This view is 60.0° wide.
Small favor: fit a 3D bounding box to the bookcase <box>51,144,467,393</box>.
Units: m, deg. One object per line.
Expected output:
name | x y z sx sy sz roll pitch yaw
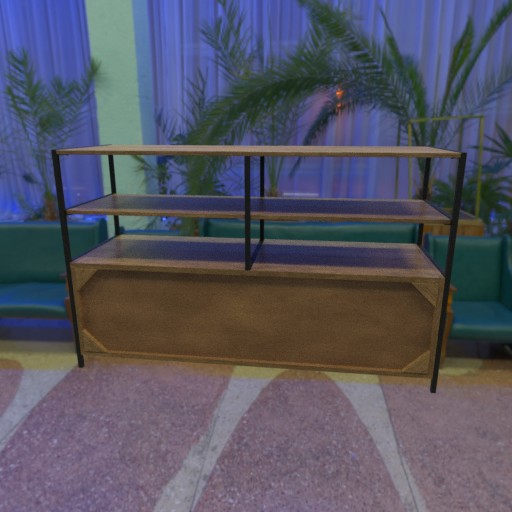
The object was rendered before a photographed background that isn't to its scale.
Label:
bookcase | 0.000 0.000 1.497 1.149 0.712 0.391 2 16 7
